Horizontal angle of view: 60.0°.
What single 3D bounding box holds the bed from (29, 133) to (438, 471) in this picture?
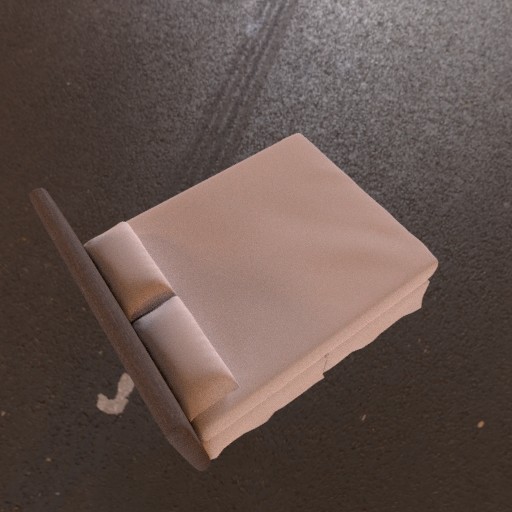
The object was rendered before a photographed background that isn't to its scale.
[{"bbox_3d":[0.000,0.000,3.078,2.142,1.330,1.723,-31,63,-18],"label":"bed"}]
